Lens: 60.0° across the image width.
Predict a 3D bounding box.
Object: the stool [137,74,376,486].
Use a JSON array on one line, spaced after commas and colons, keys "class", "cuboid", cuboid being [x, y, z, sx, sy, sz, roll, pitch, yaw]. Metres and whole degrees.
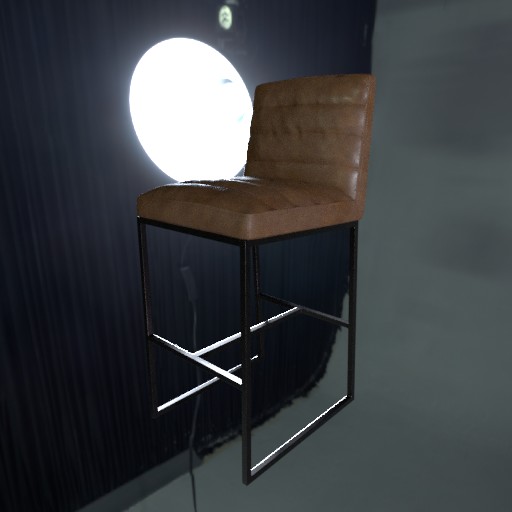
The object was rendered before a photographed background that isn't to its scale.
[{"class": "stool", "cuboid": [0.000, 0.000, 1.356, 0.463, 1.065, 0.562, 14, 21, 41]}]
